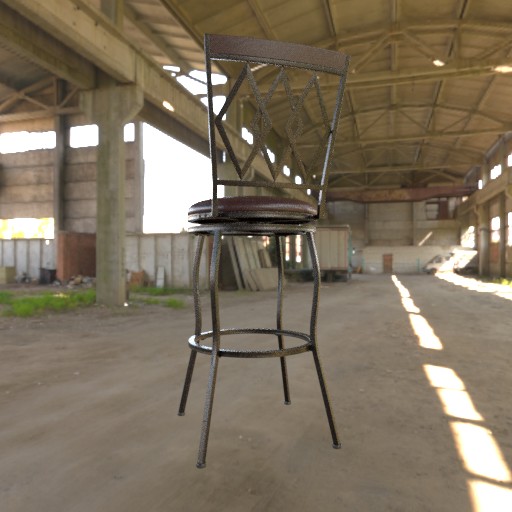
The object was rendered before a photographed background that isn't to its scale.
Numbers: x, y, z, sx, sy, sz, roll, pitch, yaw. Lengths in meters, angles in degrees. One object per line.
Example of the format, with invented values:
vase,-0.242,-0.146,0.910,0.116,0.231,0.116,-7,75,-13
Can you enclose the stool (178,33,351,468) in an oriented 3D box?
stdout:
stool,0.000,0.000,1.404,0.432,1.134,0.521,0,0,-17
